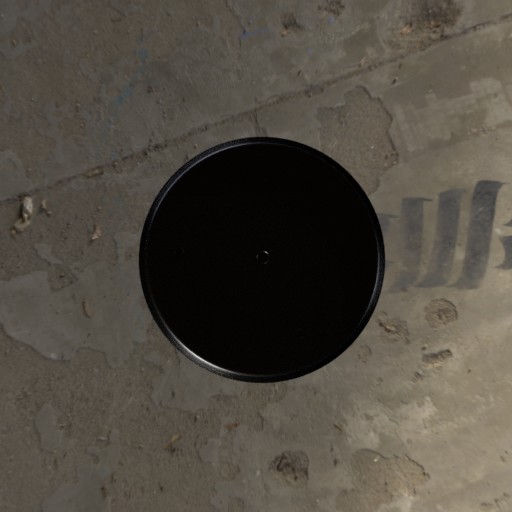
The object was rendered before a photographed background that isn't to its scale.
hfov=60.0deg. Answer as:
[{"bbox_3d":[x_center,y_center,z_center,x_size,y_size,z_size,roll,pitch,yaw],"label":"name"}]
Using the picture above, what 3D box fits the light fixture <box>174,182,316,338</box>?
[{"bbox_3d":[0.000,0.000,1.705,0.605,1.410,0.608,0,91,1],"label":"light fixture"}]
